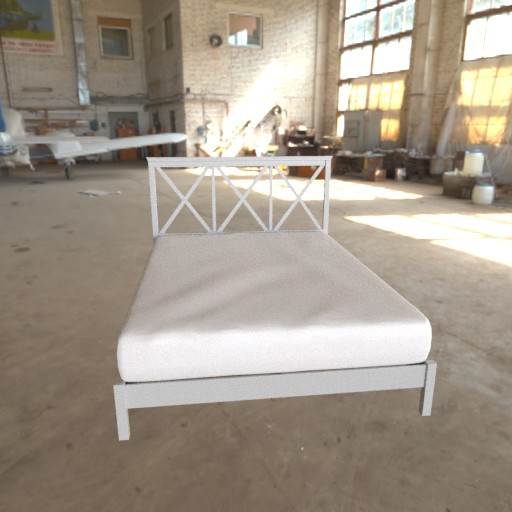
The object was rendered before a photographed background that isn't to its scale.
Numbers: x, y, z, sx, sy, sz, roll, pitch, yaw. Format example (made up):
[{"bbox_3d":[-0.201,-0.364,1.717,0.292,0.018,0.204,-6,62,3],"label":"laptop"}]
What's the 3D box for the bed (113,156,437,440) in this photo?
[{"bbox_3d":[0.000,0.000,3.151,1.673,1.253,2.135,-2,16,-7],"label":"bed"}]
